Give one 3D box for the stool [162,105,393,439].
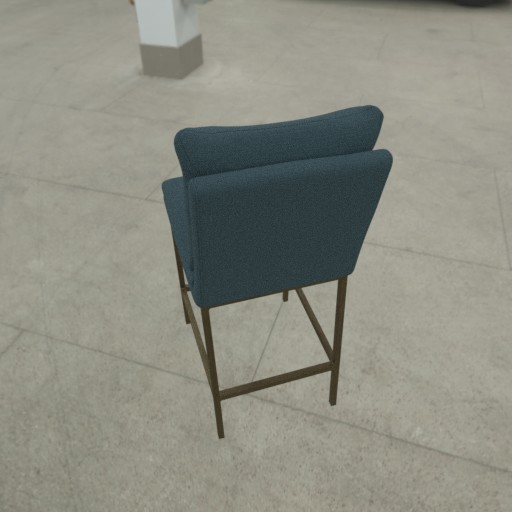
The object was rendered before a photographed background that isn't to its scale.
[{"bbox_3d":[0.000,0.000,1.349,0.463,1.032,0.568,-11,42,-13],"label":"stool"}]
